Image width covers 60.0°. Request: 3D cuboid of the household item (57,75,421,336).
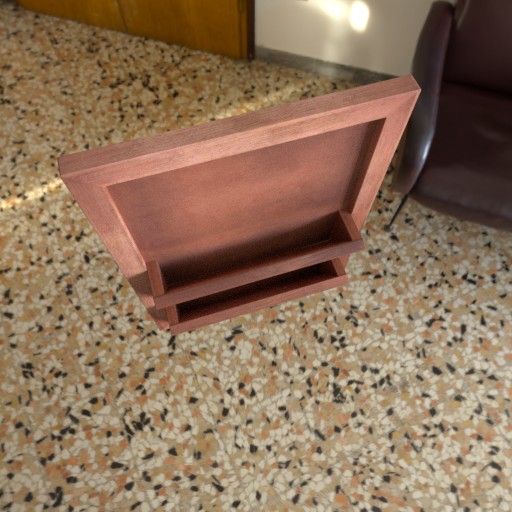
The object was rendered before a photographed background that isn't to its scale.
[{"bbox_3d":[0.000,0.000,0.539,0.310,0.407,0.067,-16,65,-8],"label":"household item"}]
